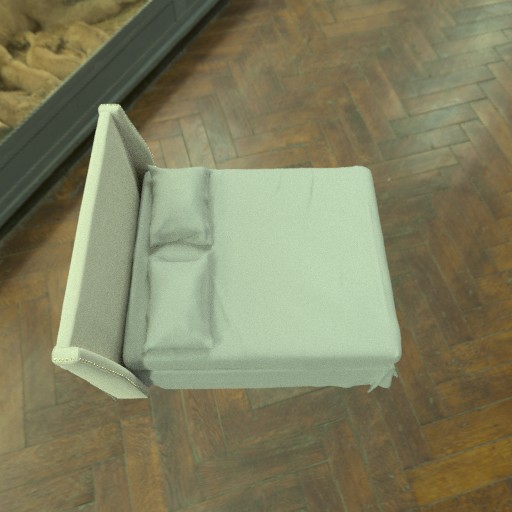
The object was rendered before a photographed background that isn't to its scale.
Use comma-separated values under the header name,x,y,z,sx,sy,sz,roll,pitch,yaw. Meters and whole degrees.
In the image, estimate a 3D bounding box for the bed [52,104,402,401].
name,x,y,z,sx,sy,sz,roll,pitch,yaw
bed,0.000,0.000,3.402,2.276,1.332,1.925,-1,63,-1
